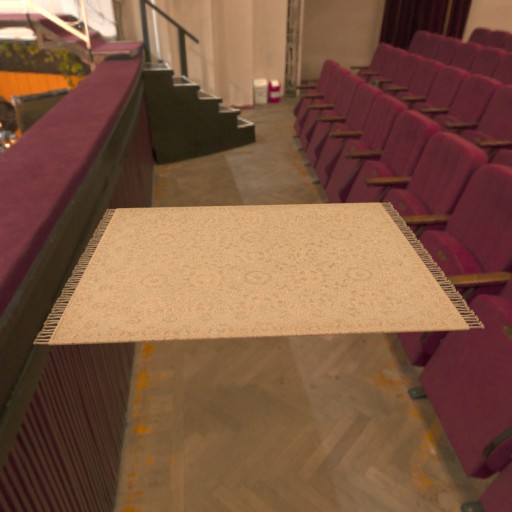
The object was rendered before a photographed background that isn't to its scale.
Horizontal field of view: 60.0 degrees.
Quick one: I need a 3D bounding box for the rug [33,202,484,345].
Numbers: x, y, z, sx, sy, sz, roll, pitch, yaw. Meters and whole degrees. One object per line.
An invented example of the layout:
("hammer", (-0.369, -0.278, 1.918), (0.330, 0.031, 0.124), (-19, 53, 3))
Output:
("rug", (0.000, 0.000, 2.256), (1.771, 0.015, 1.223), (-2, 31, -3))
